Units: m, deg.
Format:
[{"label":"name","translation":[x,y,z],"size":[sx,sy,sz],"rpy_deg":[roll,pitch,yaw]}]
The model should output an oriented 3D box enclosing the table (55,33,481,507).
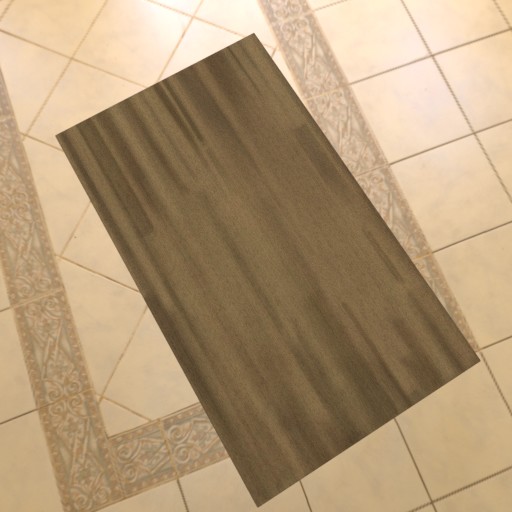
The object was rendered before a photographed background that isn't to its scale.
[{"label":"table","translation":[0.000,0.000,1.323],"size":[0.643,0.347,1.088],"rpy_deg":[-30,79,-7]}]
